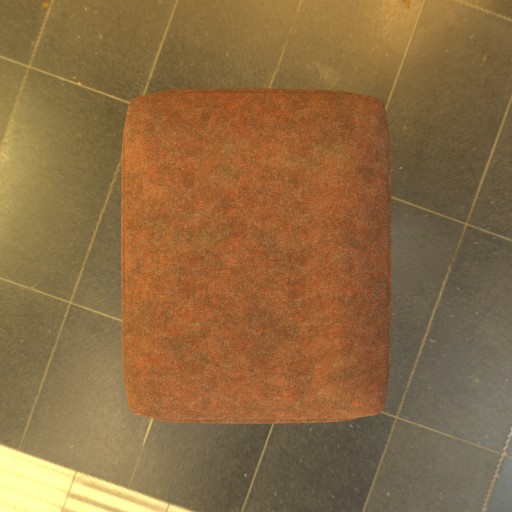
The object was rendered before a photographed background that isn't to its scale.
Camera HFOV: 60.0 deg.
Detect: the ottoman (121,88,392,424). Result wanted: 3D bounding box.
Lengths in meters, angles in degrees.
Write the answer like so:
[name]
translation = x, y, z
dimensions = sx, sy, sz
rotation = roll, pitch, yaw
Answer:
[ottoman]
translation = 0.000, 0.000, 1.190
dimensions = 0.635, 0.508, 0.787
rotation = 0, 91, -1
